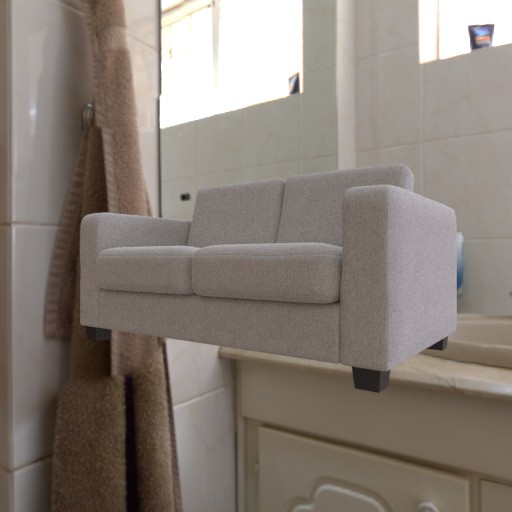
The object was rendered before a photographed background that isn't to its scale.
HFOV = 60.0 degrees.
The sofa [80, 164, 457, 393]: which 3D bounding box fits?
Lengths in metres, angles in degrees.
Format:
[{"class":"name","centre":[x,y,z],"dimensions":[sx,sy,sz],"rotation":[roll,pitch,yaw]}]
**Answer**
[{"class":"sofa","centre":[0.000,0.000,2.015],"dimensions":[1.540,0.800,0.900],"rotation":[0,0,36]}]
